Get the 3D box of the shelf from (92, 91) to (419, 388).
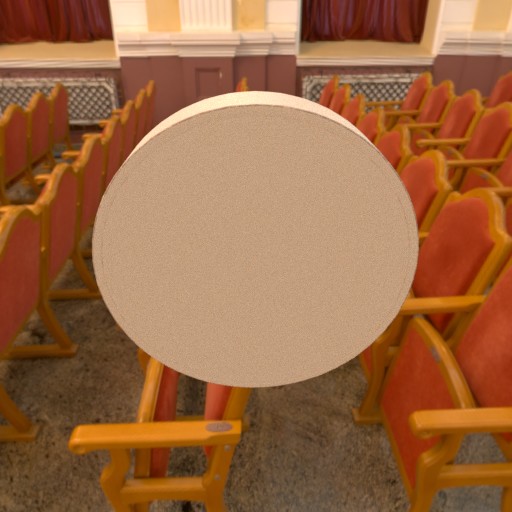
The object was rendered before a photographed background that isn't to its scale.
[{"bbox_3d":[0.000,0.000,1.177,0.806,0.807,0.158,-1,30,-1],"label":"shelf"}]
